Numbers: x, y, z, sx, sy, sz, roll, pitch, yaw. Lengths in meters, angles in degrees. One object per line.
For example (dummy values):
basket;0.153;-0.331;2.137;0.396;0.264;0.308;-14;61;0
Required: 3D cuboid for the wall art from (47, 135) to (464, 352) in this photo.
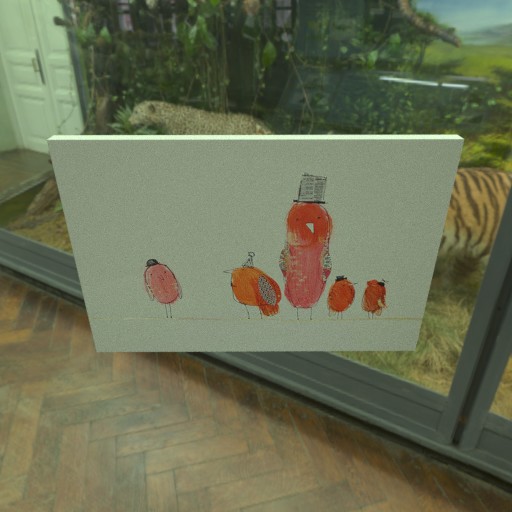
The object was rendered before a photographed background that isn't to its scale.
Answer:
wall art;0.000;0.000;1.138;0.914;0.609;0.038;0;30;0
